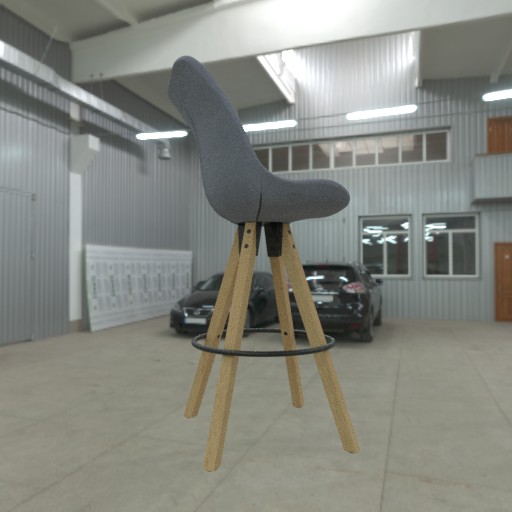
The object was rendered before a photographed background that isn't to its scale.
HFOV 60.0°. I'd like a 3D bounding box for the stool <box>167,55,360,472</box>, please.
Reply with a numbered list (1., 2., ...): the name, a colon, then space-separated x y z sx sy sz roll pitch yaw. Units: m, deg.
1. stool: 0.000 0.000 1.412 0.550 1.115 0.485 0 -1 -16
